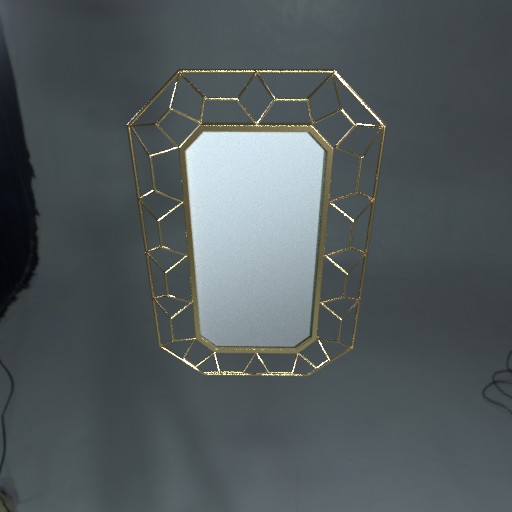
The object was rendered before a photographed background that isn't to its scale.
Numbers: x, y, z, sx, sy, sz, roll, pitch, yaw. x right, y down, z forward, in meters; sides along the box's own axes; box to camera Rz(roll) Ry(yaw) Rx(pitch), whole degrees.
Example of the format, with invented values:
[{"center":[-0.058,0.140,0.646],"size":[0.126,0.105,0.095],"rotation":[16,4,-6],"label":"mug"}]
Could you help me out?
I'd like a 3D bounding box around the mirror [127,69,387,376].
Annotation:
[{"center":[0.000,0.000,1.118],"size":[0.572,0.870,0.051],"rotation":[0,30,1],"label":"mirror"}]
